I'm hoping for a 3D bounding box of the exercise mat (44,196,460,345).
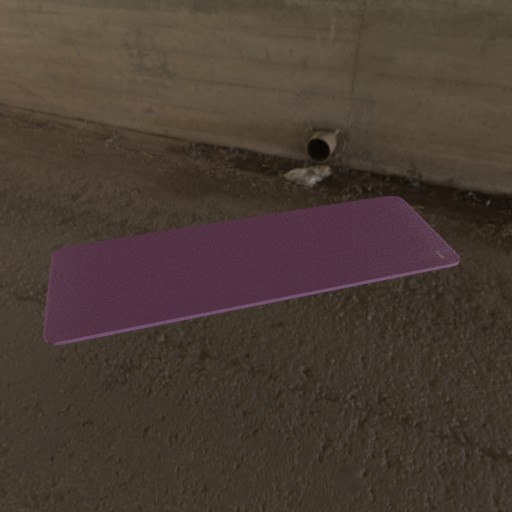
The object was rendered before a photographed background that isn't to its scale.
[{"bbox_3d":[0.000,0.000,2.108,1.869,0.021,0.616,-10,40,-12],"label":"exercise mat"}]
